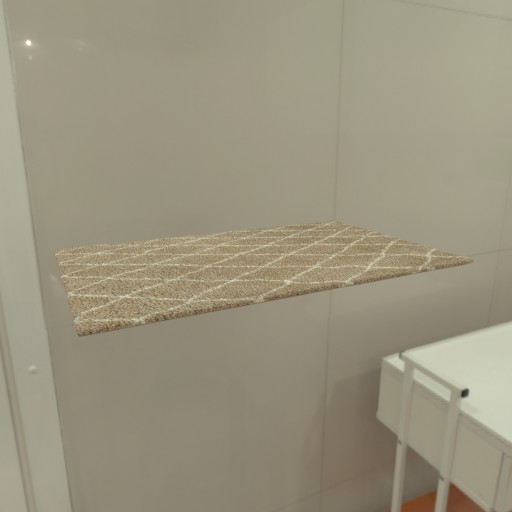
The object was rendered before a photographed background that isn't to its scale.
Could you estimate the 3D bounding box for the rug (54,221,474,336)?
[{"bbox_3d":[0.000,0.000,3.020,2.438,0.030,1.524,-8,17,-26],"label":"rug"}]
